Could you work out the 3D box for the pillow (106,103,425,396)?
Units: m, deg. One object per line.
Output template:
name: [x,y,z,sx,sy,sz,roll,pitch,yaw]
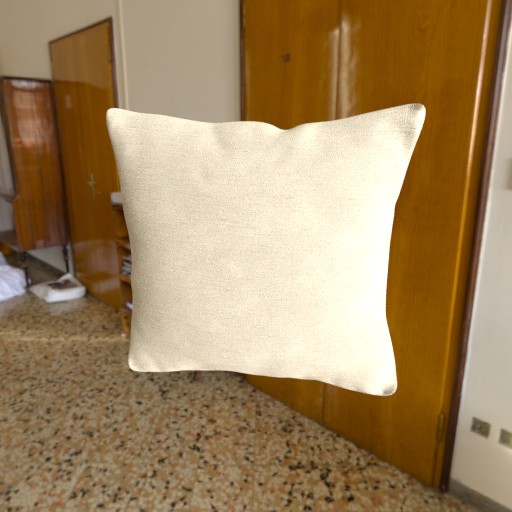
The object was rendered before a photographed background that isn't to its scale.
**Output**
pillow: [0.000,0.000,0.652,0.437,0.420,0.162,3,15,10]
